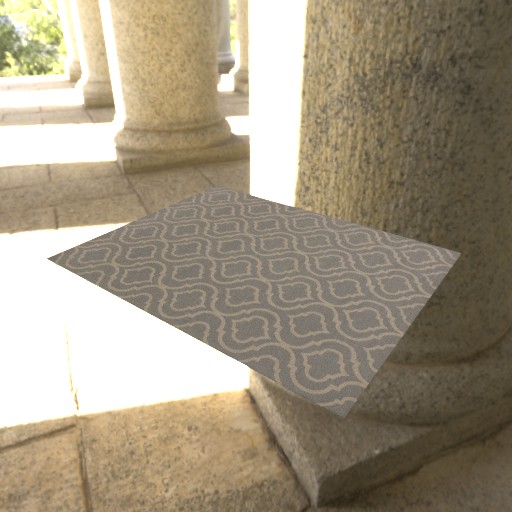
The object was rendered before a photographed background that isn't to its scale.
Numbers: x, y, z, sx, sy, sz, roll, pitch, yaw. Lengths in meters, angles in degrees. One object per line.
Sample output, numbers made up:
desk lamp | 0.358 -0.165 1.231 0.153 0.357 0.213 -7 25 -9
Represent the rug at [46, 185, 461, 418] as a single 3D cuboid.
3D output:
rug | 0.000 0.000 3.930 2.892 0.006 2.283 20 35 32
